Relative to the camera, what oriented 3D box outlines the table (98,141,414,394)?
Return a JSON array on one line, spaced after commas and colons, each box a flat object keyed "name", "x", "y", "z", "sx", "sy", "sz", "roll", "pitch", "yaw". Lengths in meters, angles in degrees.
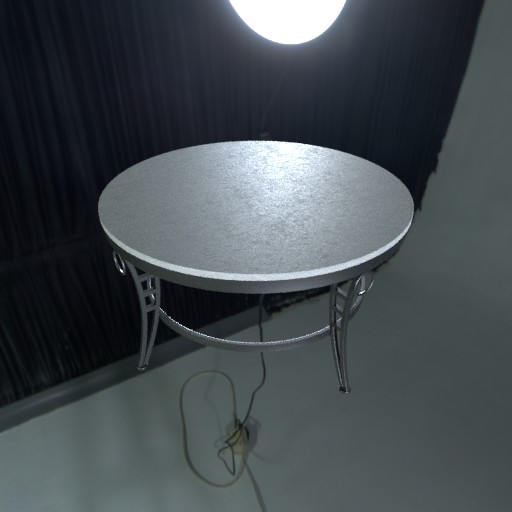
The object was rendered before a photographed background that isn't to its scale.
[{"name": "table", "x": 0.000, "y": 0.000, "z": 1.428, "sx": 0.889, "sy": 0.470, "sz": 0.889, "roll": 0, "pitch": 32, "yaw": 0}]
